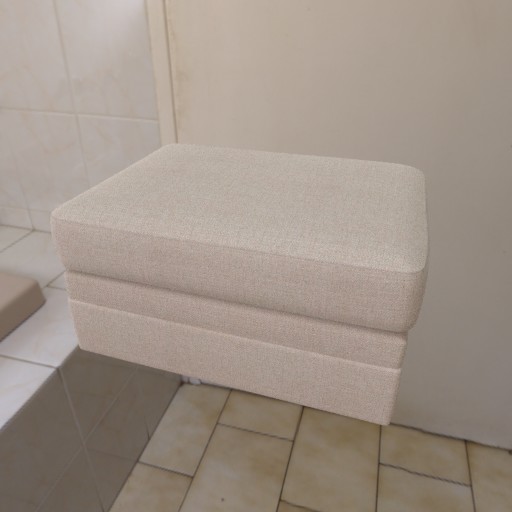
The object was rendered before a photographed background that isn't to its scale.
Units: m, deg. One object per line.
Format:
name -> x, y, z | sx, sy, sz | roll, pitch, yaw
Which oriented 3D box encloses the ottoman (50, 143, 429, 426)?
ottoman -> 0.000, 0.000, 1.268 | 0.885, 0.478, 0.637 | 9, 31, 16
